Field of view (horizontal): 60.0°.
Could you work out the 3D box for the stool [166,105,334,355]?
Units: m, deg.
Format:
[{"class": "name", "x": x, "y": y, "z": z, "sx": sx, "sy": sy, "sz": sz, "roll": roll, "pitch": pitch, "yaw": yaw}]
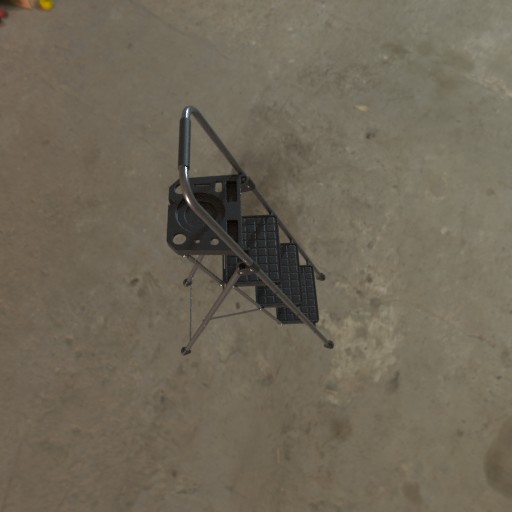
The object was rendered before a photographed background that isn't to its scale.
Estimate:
[{"class": "stool", "x": 0.000, "y": 0.000, "z": 1.632, "sx": 0.733, "sy": 1.277, "sz": 0.396, "roll": -2, "pitch": 64, "yaw": -1}]
